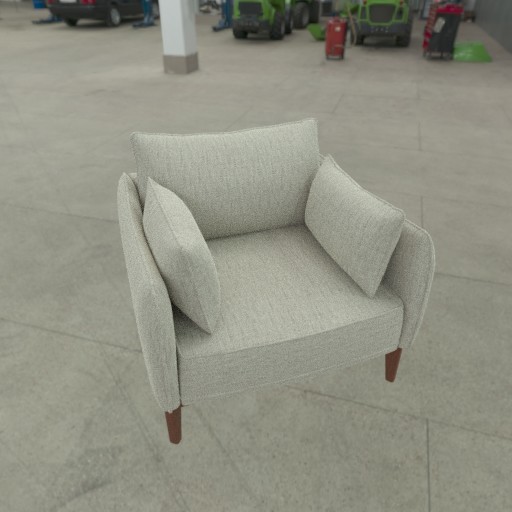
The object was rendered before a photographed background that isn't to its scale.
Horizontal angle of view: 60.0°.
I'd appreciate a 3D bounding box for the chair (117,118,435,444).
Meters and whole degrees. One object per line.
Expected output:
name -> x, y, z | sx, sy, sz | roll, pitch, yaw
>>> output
chair -> 0.000, 0.000, 1.770 | 0.994, 0.855, 0.991 | -10, 34, -15
